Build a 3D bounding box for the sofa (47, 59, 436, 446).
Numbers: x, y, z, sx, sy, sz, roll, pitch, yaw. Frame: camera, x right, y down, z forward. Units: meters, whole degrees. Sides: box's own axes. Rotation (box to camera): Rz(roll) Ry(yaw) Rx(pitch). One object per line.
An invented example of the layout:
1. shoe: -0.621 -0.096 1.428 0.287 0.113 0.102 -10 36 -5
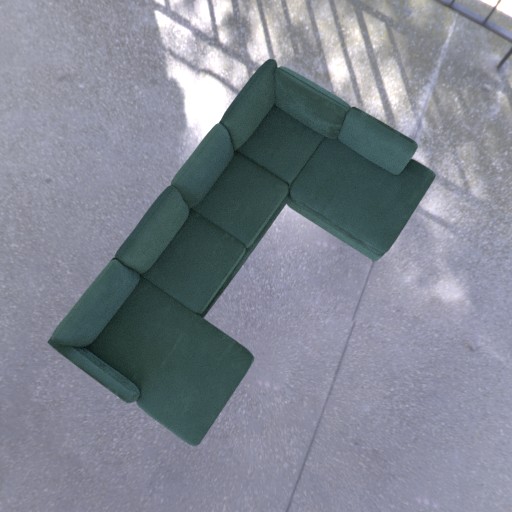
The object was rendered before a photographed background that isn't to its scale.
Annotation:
1. sofa: 0.000 0.000 4.226 2.055 0.992 3.434 33 78 8
